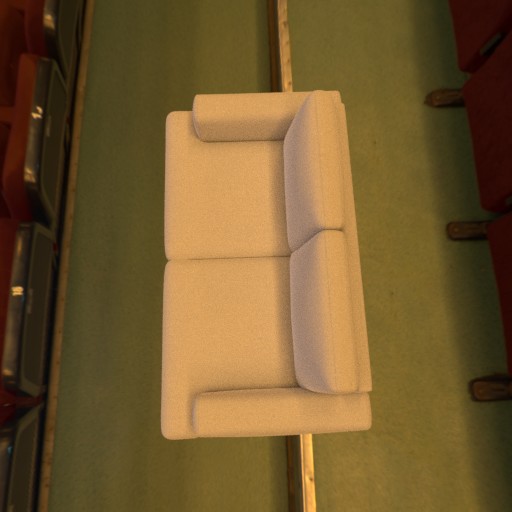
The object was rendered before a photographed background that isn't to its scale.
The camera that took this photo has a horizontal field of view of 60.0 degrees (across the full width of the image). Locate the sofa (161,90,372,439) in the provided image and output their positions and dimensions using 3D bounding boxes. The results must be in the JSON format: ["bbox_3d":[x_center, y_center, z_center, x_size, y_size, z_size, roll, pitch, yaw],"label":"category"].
[{"bbox_3d":[0.000,0.000,2.156,0.915,0.810,1.651,-2,75,-1],"label":"sofa"}]
